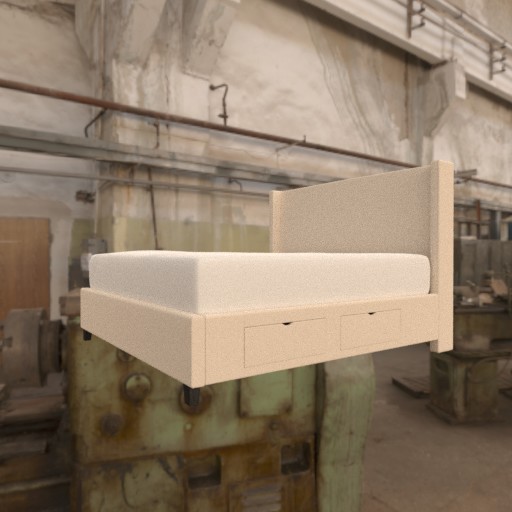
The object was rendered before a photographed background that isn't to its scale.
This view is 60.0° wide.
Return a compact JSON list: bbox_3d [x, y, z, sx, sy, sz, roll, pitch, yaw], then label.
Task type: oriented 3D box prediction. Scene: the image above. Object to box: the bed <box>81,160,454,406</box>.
[{"bbox_3d":[0.000,0.000,3.678,2.293,1.471,2.145,0,1,-35],"label":"bed"}]
